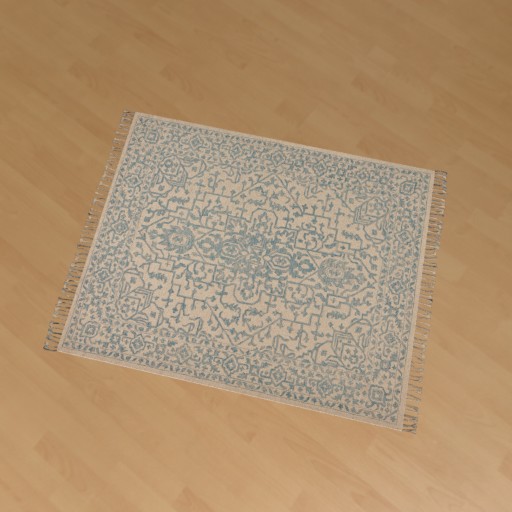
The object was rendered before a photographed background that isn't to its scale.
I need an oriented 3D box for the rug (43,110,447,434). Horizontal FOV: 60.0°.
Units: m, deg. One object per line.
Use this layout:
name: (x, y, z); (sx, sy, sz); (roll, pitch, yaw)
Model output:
rug: (0.000, 0.000, 4.113); (3.327, 0.010, 2.464); (12, 75, 3)
